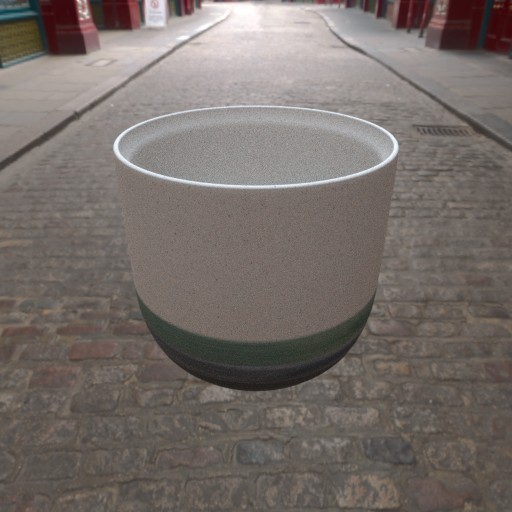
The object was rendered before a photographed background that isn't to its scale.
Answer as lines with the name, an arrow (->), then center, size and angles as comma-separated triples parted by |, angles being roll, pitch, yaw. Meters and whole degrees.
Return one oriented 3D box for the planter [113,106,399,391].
planter -> 0.000, 0.000, 0.495 | 0.268, 0.270, 0.268 | 0, 31, 0
